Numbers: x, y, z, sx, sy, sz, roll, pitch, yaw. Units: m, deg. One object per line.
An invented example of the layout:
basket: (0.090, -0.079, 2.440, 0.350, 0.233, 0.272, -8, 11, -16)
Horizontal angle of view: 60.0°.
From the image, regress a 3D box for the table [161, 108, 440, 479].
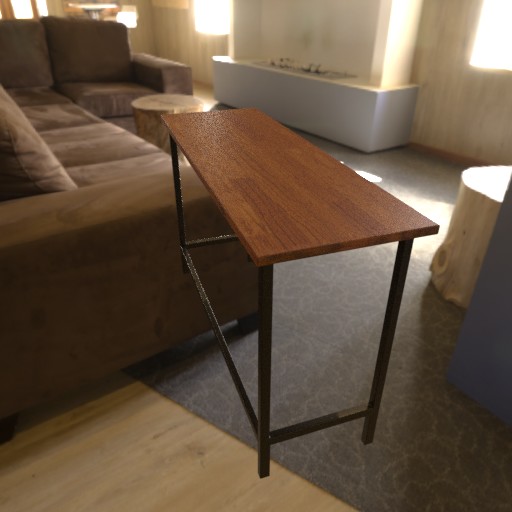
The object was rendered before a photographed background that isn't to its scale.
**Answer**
table: (0.000, 0.000, 1.552, 0.408, 0.740, 1.204, -10, 32, -16)
